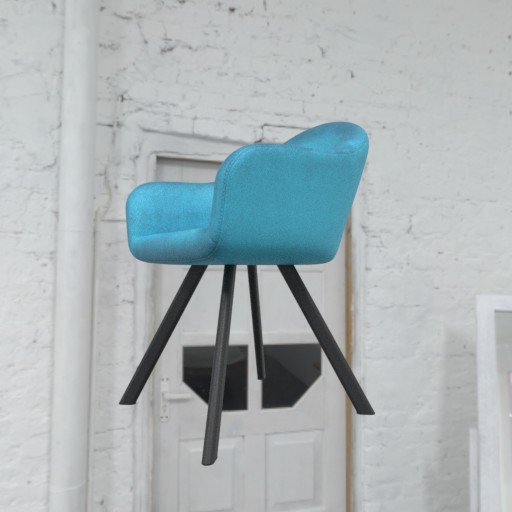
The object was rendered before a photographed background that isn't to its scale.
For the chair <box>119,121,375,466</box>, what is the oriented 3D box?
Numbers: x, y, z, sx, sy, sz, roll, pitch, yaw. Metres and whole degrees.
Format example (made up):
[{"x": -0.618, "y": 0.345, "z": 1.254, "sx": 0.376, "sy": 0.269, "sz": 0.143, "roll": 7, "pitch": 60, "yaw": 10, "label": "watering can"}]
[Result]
[{"x": 0.000, "y": 0.000, "z": 1.167, "sx": 0.570, "sy": 0.780, "sz": 0.540, "roll": 1, "pitch": -2, "yaw": -36, "label": "chair"}]
